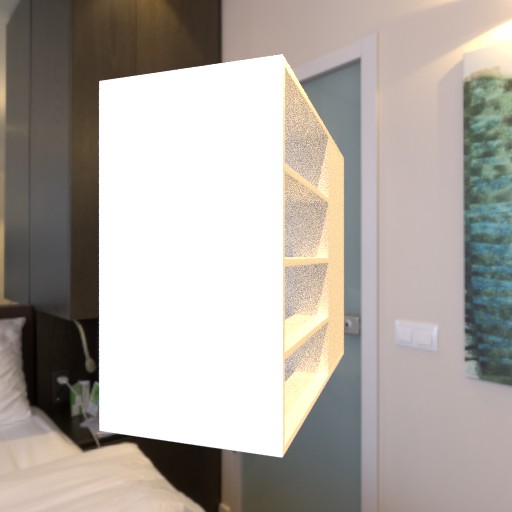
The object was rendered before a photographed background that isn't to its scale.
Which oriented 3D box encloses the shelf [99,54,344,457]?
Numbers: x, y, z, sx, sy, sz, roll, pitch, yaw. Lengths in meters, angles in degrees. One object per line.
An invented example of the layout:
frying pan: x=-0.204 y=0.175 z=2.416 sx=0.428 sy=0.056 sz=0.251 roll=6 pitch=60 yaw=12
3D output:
shelf: x=0.000 y=0.000 z=1.291 sx=0.396 sy=0.732 sz=0.895 roll=0 pitch=0 yaw=18
